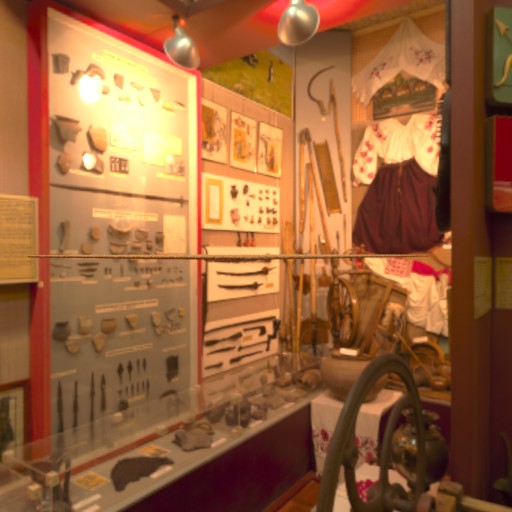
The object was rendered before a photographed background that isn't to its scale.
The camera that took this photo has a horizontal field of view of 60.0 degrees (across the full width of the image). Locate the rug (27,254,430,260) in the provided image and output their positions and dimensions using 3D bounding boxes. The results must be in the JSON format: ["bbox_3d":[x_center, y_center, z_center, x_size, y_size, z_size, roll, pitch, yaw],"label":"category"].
[{"bbox_3d":[0.000,0.000,2.825,1.566,0.013,2.141,0,0,37],"label":"rug"}]
